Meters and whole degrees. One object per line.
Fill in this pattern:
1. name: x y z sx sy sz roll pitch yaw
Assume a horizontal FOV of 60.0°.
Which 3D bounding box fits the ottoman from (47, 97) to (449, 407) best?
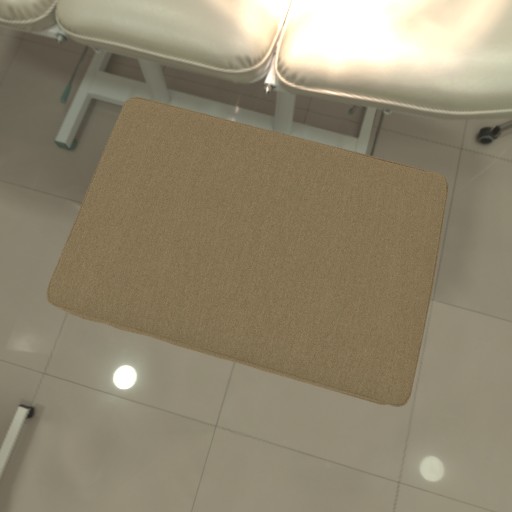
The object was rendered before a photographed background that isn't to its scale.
1. ottoman: 0.000 0.000 1.330 0.945 0.521 0.636 15 76 4
